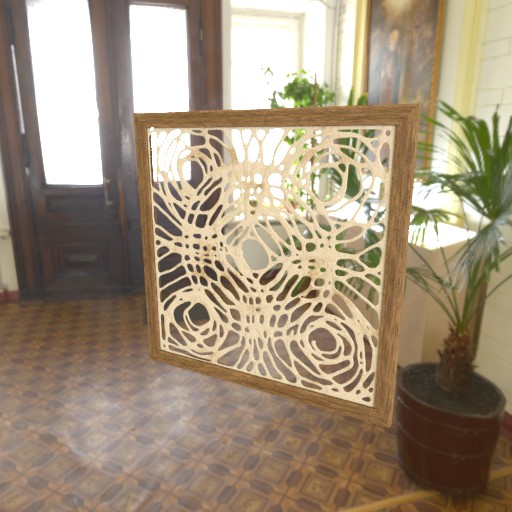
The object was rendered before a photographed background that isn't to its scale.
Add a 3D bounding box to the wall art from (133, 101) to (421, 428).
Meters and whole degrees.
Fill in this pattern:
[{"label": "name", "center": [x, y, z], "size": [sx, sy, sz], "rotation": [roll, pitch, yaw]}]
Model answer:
[{"label": "wall art", "center": [0.000, 0.000, 0.866], "size": [0.561, 0.576, 0.021], "rotation": [8, 17, 27]}]
